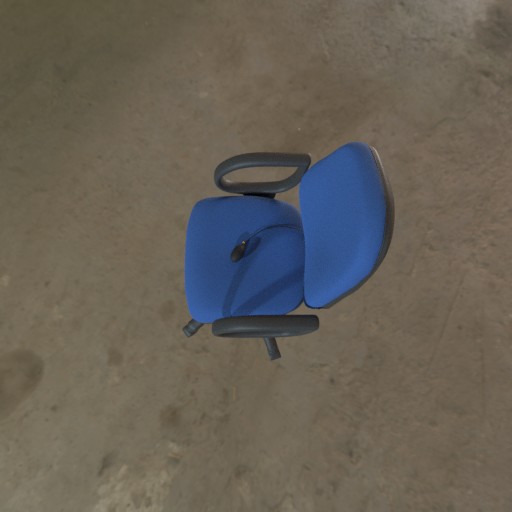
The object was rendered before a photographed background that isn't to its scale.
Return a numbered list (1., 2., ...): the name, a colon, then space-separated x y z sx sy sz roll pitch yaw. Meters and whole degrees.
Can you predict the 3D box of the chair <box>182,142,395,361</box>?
1. chair: 0.000 0.000 1.263 0.549 0.905 0.552 -1 75 0
